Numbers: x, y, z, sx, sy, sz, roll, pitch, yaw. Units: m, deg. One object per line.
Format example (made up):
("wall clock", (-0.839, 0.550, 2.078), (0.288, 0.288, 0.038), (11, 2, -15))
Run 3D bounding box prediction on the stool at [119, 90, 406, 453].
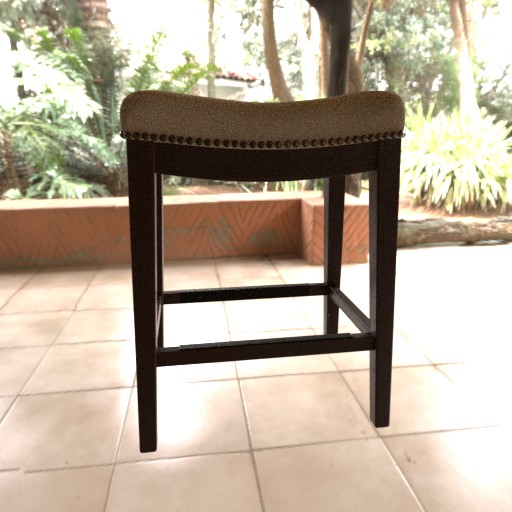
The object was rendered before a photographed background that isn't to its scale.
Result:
("stool", (0.000, 0.000, 0.970), (0.509, 0.669, 0.363), (-2, 16, -9))
